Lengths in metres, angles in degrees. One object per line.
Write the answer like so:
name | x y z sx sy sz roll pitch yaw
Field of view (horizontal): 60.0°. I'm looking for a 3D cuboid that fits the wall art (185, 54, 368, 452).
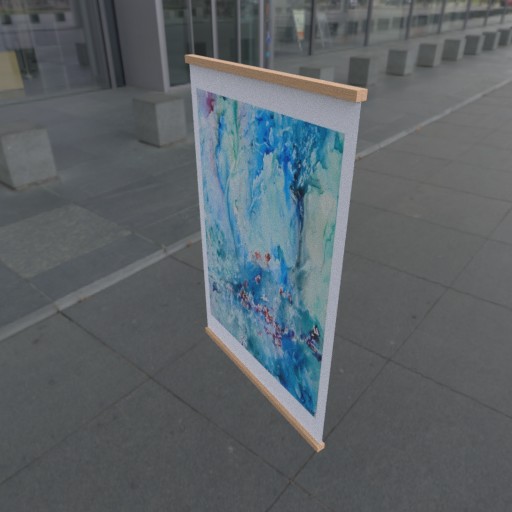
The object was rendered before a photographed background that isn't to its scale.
wall art | 0.000 0.000 0.777 0.016 0.611 0.401 -20 36 -30
